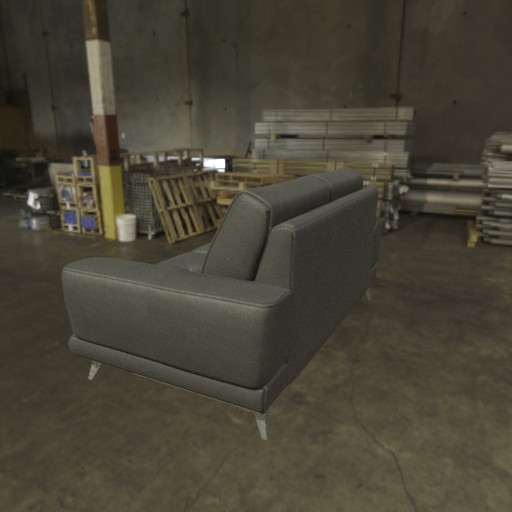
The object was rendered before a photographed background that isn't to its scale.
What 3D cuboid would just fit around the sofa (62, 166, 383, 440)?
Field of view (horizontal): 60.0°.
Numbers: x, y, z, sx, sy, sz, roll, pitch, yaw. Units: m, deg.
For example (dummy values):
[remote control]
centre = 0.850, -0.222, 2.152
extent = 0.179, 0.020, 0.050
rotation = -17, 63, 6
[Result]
[sofa]
centre = 0.000, 0.000, 2.441
extent = 1.018, 0.907, 1.806
rotation = 8, 18, 26
